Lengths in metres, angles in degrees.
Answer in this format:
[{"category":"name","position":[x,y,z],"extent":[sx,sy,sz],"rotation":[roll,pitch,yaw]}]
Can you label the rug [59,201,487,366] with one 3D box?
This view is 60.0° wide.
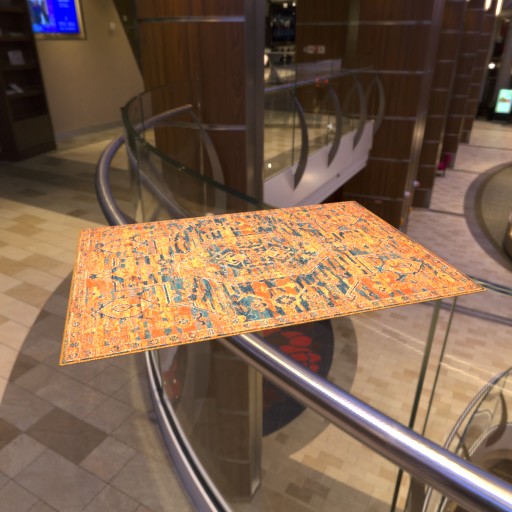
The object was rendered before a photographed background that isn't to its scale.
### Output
[{"category":"rug","position":[0.000,0.000,3.735],"extent":[2.916,0.019,2.043],"rotation":[-8,27,-15]}]
